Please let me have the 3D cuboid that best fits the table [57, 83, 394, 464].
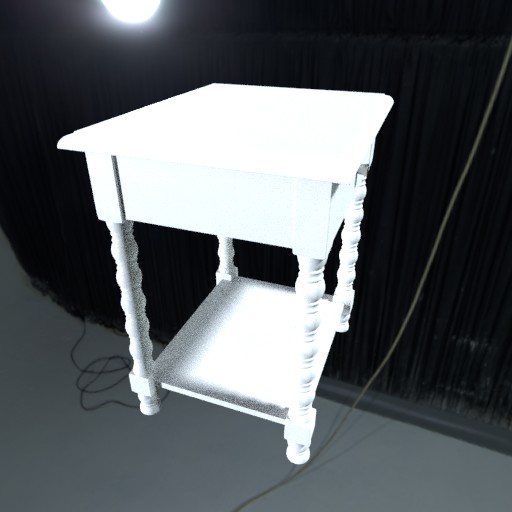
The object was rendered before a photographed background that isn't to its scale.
[{"bbox_3d":[0.000,0.000,0.828,0.381,0.531,0.460,11,31,18],"label":"table"}]
